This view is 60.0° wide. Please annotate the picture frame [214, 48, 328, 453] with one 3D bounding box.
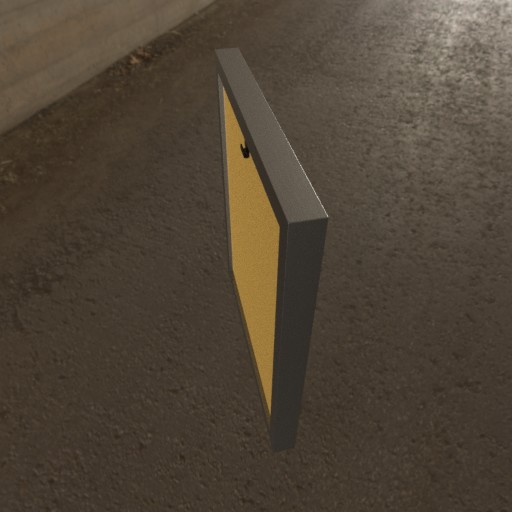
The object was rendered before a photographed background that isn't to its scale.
[{"bbox_3d":[0.000,0.000,1.394,0.073,0.968,0.839,-9,45,-9],"label":"picture frame"}]
